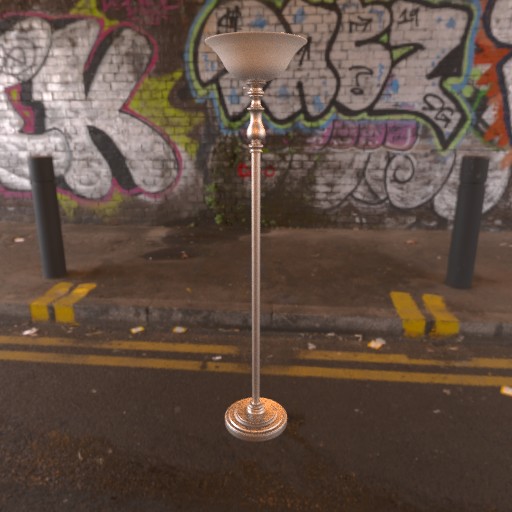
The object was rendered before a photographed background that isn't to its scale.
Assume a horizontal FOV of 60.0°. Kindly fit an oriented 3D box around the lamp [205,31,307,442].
[{"bbox_3d":[0.000,0.000,2.009,0.405,1.771,0.405,-15,22,-42],"label":"lamp"}]
